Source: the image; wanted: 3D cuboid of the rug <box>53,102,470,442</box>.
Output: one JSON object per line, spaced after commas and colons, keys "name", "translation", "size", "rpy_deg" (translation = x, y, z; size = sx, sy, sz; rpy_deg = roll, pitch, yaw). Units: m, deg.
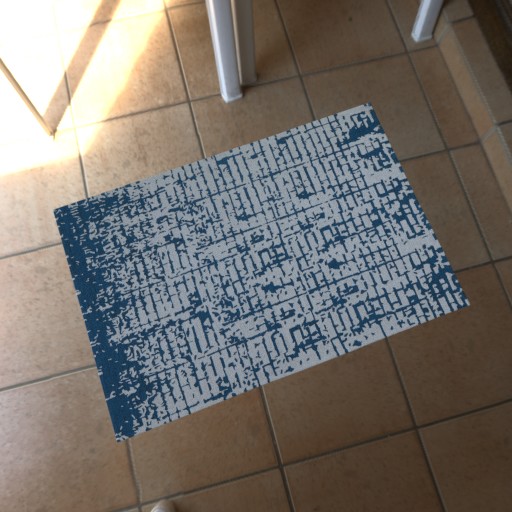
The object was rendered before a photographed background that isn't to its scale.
{"name": "rug", "translation": [0.000, 0.000, 2.272], "size": [1.828, 0.007, 1.220], "rpy_deg": [-20, 77, -5]}
